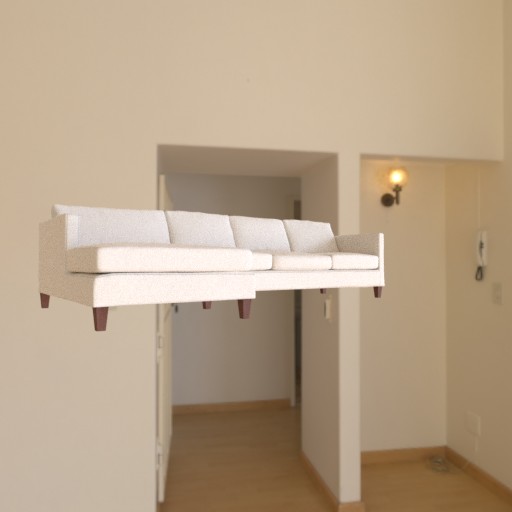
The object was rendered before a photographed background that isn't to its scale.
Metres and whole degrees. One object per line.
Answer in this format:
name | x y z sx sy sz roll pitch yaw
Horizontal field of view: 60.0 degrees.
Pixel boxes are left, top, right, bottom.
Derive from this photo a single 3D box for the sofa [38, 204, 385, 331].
sofa | 0.000 0.000 3.842 3.186 0.846 1.625 1 -1 -36
